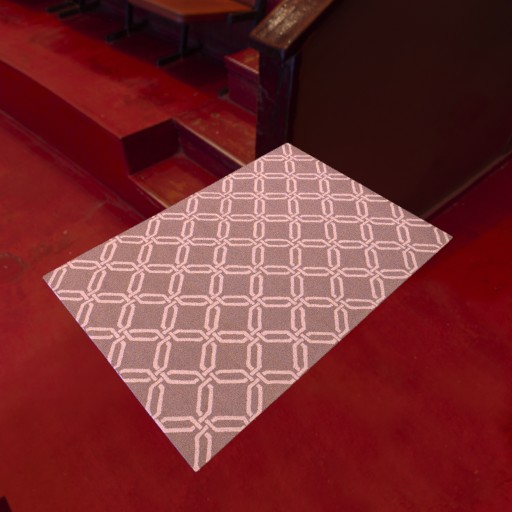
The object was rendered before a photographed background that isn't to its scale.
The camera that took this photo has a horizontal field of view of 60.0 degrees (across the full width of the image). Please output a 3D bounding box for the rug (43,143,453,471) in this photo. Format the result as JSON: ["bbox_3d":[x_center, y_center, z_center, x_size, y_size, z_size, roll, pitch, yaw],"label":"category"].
[{"bbox_3d":[0.000,0.000,4.483,3.419,0.020,2.441,-34,56,-28],"label":"rug"}]
